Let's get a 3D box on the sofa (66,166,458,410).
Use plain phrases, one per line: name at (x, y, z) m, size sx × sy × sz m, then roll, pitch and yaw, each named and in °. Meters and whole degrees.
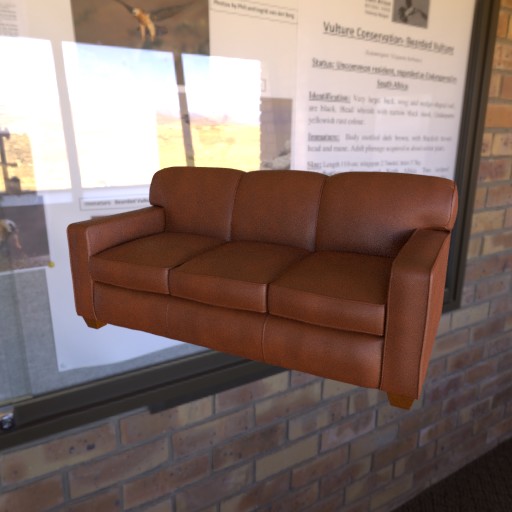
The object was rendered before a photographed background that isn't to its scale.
sofa at (0.000, 0.000, 2.573) m, size 2.039 × 0.953 × 1.008 m, roll 8°, pitch 17°, yaw 26°
